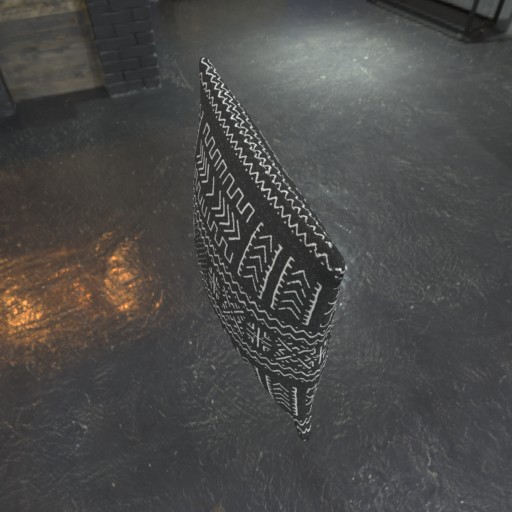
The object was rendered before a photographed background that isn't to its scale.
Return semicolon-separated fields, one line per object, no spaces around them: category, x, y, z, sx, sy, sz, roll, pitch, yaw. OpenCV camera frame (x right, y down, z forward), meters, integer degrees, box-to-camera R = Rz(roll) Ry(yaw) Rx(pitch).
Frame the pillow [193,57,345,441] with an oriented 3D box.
pillow;0.000;0.000;0.673;0.164;0.430;0.438;-16;50;-14
